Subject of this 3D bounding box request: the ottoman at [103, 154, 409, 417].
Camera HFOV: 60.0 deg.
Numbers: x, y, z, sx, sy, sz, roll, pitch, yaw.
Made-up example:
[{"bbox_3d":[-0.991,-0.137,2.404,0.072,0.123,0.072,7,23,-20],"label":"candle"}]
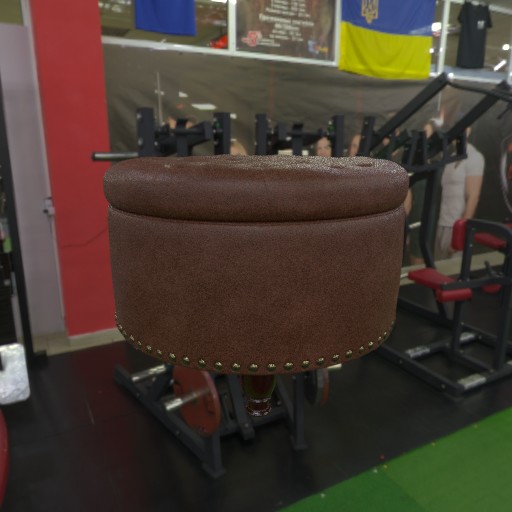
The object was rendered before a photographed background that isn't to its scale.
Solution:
[{"bbox_3d":[0.000,0.000,1.016,0.637,0.442,0.637,0,15,0],"label":"ottoman"}]
